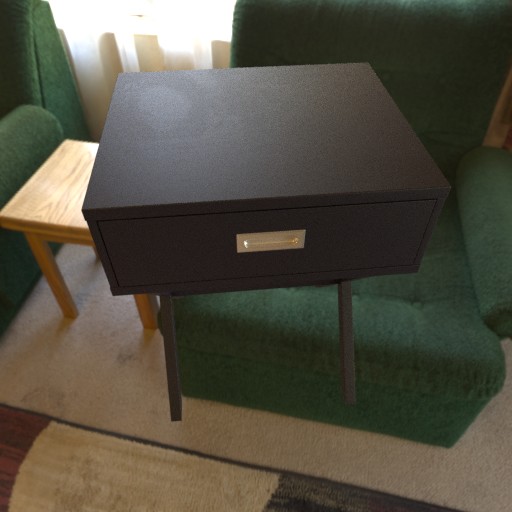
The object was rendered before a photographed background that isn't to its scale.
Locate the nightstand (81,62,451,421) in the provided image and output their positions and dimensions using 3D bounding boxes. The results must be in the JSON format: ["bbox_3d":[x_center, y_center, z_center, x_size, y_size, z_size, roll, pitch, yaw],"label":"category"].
[{"bbox_3d":[0.000,0.000,0.931,0.479,0.623,0.402,-4,46,-4],"label":"nightstand"}]
